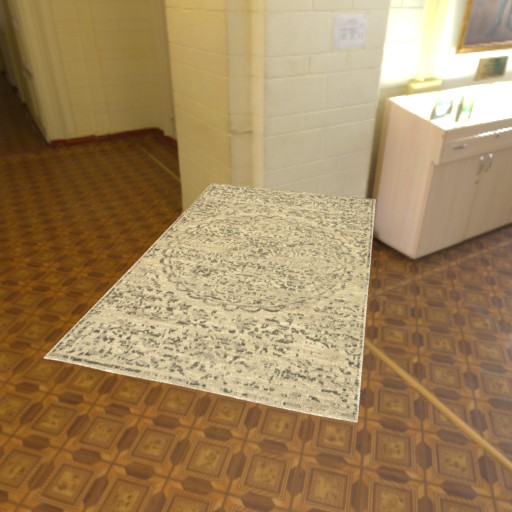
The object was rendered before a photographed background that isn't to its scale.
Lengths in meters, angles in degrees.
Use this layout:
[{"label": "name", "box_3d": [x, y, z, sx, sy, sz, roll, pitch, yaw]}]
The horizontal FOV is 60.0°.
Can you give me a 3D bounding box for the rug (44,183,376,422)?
[{"label": "rug", "box_3d": [0.000, 0.000, 3.041, 1.527, 0.021, 2.447, 8, 31, 13]}]
